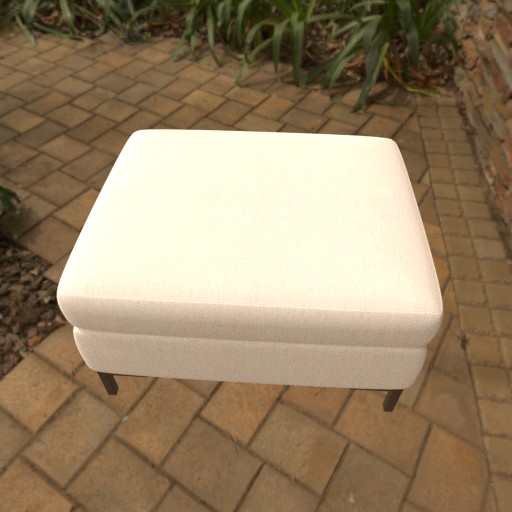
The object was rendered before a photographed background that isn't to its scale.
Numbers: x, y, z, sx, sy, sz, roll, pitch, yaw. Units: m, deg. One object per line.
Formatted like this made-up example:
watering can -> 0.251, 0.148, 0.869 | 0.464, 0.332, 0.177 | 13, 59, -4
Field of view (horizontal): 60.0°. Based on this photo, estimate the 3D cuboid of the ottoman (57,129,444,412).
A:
ottoman -> 0.000, 0.000, 1.202 | 0.794, 0.453, 0.657 | 3, 46, 3
